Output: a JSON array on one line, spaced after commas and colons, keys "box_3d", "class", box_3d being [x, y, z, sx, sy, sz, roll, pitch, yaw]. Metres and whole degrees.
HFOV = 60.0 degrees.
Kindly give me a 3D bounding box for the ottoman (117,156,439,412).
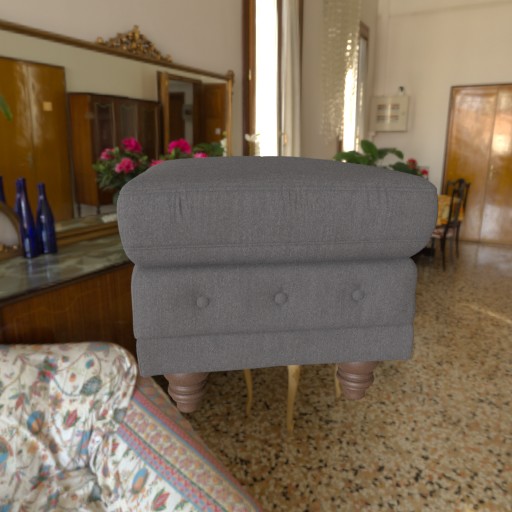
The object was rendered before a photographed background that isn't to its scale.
[{"box_3d": [0.000, 0.000, 1.149, 0.569, 0.500, 0.771, -2, 14, -7], "class": "ottoman"}]
